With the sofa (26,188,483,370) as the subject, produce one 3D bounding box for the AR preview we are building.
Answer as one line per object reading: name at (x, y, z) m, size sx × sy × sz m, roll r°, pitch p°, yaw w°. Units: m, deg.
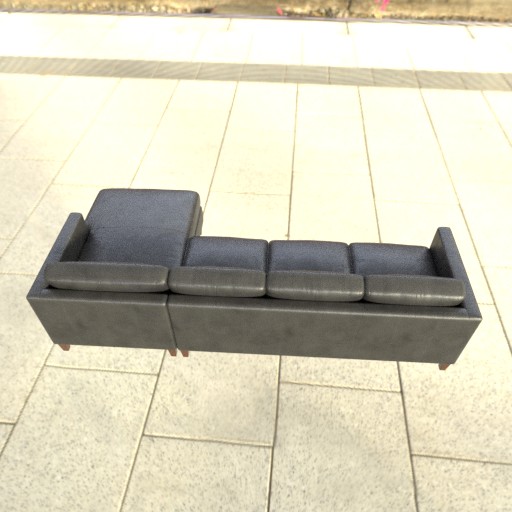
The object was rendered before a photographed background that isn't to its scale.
sofa at (0.000, 0.000, 3.835) m, size 3.203 × 0.883 × 1.581 m, roll 2°, pitch 47°, yaw 2°
